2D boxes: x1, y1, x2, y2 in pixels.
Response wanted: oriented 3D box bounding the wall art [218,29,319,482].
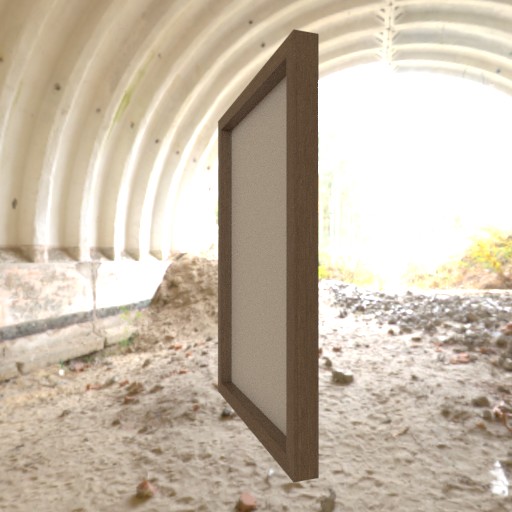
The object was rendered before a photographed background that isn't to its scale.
[{"bbox_3d":[0.000,0.000,0.673,0.032,0.510,0.358,0,0,-19],"label":"wall art"}]
